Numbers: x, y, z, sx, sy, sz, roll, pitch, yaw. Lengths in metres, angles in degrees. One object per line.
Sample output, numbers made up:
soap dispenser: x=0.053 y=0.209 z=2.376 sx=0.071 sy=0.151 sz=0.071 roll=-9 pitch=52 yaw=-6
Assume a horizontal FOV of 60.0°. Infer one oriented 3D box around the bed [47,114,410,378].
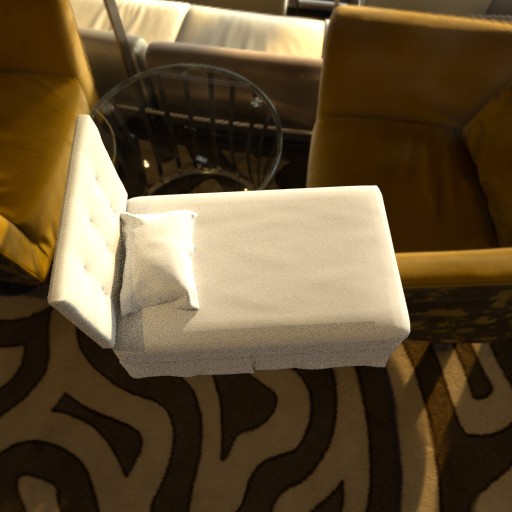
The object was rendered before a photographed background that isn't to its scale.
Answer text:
bed: x=0.000 y=0.000 z=2.974 sx=1.997 sy=1.571 sz=1.261 roll=-3 pitch=64 yaw=-1
